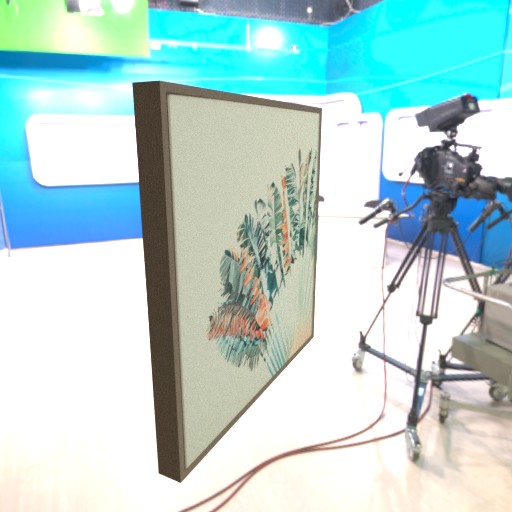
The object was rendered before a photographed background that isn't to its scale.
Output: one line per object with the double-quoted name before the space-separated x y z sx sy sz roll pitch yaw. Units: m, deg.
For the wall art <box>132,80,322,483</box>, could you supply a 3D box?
"wall art" 0.000 0.000 0.756 0.038 0.506 0.508 8 17 27
